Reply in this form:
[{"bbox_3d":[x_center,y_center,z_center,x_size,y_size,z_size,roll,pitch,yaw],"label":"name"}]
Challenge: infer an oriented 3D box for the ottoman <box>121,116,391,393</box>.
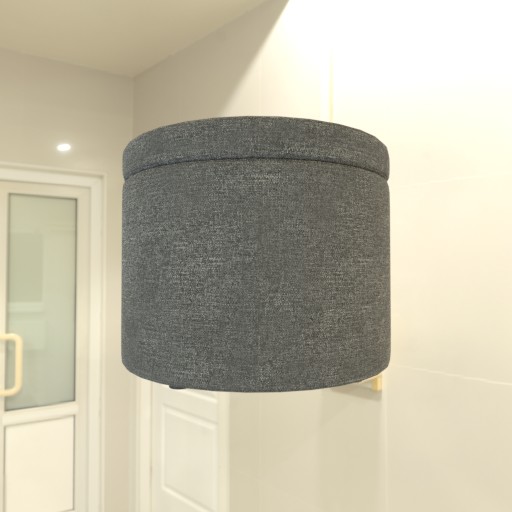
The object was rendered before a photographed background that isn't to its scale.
[{"bbox_3d":[0.000,0.000,0.862,0.500,0.419,0.500,0,-1,0],"label":"ottoman"}]
